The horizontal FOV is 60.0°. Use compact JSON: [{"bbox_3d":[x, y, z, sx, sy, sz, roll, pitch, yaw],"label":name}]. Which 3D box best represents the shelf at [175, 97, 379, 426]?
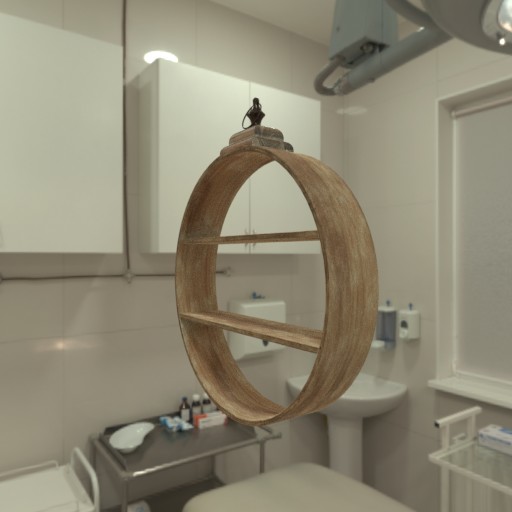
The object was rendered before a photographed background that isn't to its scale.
[{"bbox_3d":[0.000,0.000,1.016,0.125,0.725,0.601,0,0,-35],"label":"shelf"}]
